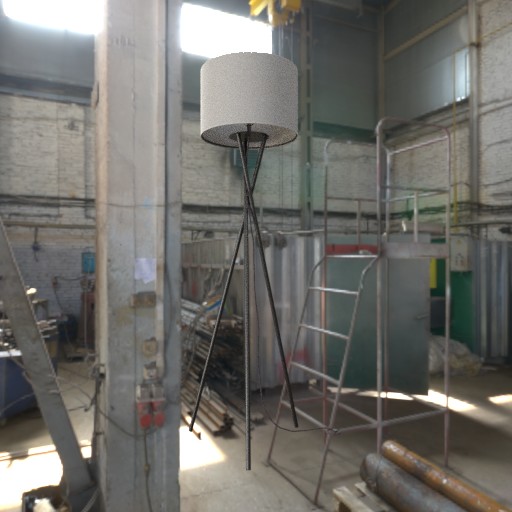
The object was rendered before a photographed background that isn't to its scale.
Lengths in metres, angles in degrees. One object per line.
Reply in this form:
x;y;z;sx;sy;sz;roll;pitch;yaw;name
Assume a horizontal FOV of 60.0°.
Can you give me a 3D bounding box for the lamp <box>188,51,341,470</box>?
0.000;0.000;1.930;0.667;1.624;0.522;0;0;19;lamp
